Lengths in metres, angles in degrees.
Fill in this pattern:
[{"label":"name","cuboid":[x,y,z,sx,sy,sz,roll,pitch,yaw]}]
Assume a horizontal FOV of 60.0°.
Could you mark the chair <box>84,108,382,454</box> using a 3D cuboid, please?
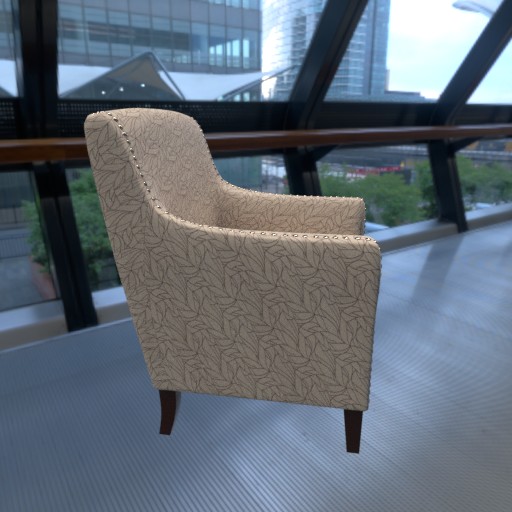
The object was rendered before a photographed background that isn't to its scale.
[{"label":"chair","cuboid":[0.000,0.000,1.291,0.651,0.816,0.623,3,17,10]}]
